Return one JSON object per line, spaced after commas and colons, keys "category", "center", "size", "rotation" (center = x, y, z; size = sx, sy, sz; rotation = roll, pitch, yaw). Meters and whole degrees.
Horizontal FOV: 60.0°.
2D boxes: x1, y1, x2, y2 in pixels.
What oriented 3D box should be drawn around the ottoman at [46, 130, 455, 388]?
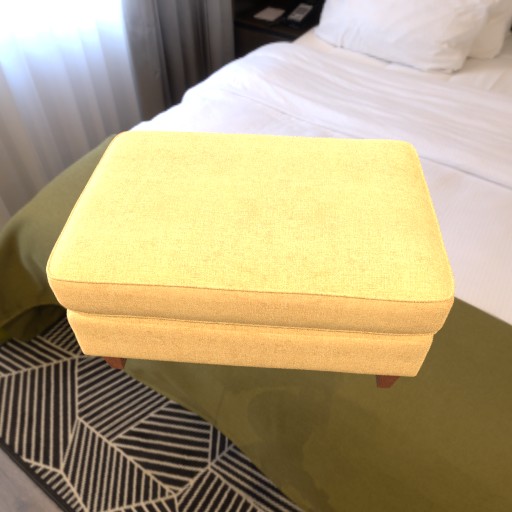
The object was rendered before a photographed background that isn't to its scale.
{"category": "ottoman", "center": [0.000, 0.000, 1.223], "size": [0.862, 0.484, 0.583], "rotation": [3, 47, 3]}
